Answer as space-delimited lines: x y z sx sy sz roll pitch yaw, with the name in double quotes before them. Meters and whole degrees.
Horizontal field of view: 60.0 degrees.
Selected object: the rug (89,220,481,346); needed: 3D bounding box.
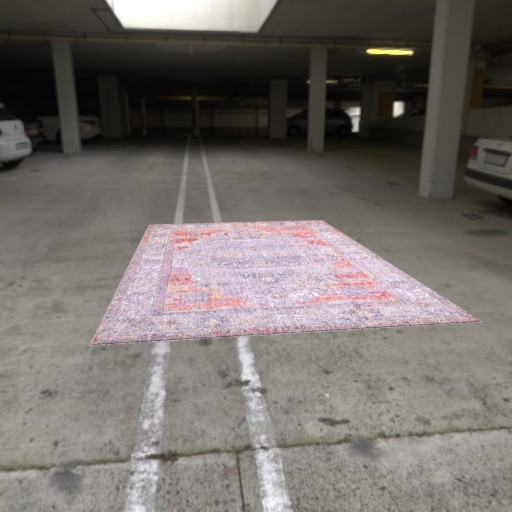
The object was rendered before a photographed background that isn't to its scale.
"rug" 0.000 0.000 2.223 1.219 0.005 1.829 -2 15 -8
